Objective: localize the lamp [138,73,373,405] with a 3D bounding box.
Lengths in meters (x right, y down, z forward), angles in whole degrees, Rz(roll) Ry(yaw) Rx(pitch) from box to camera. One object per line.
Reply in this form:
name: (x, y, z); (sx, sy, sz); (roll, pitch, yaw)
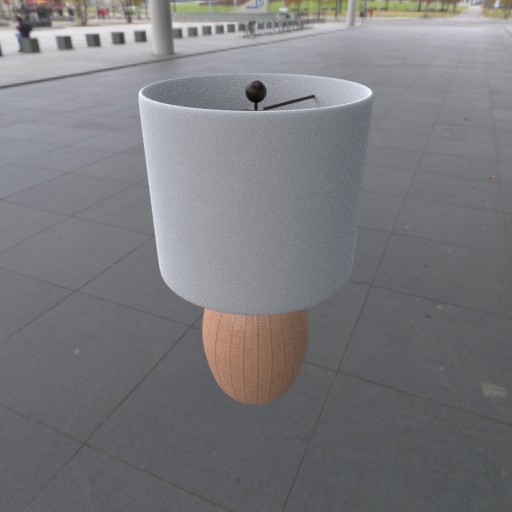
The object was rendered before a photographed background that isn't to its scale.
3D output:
lamp: (0.000, 0.000, 0.766); (0.329, 0.570, 0.329); (0, 29, 0)
